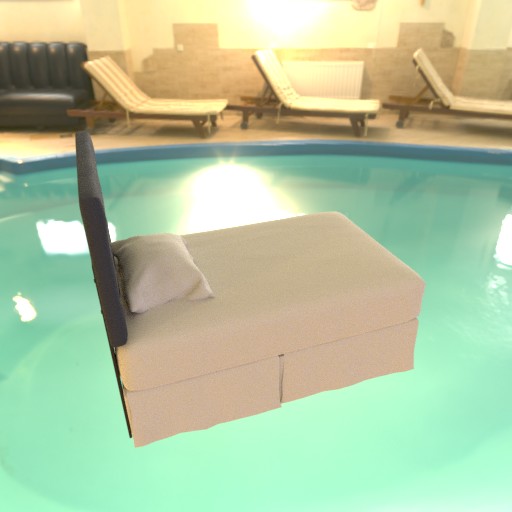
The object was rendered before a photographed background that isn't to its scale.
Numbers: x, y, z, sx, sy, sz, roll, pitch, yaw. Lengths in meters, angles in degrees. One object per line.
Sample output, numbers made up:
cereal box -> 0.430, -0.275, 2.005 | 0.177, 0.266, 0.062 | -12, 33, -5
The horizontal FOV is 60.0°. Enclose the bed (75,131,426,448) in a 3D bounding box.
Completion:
bed -> 0.000, 0.000, 2.965 | 1.997, 1.571, 1.261 | -11, 32, -17
